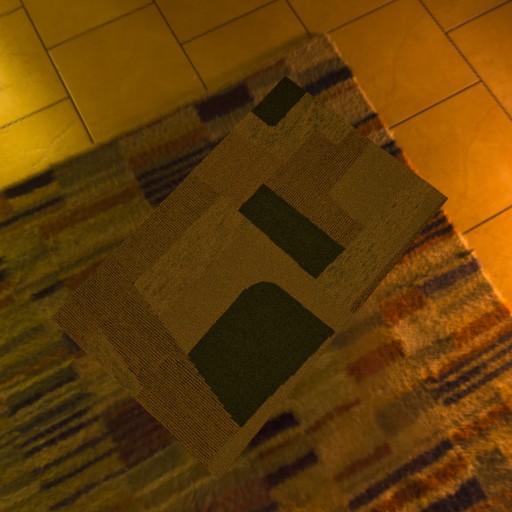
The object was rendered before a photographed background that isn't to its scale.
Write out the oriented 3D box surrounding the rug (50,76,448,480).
[{"bbox_3d":[0.000,0.000,3.050,1.521,0.015,2.436,40,80,9],"label":"rug"}]
